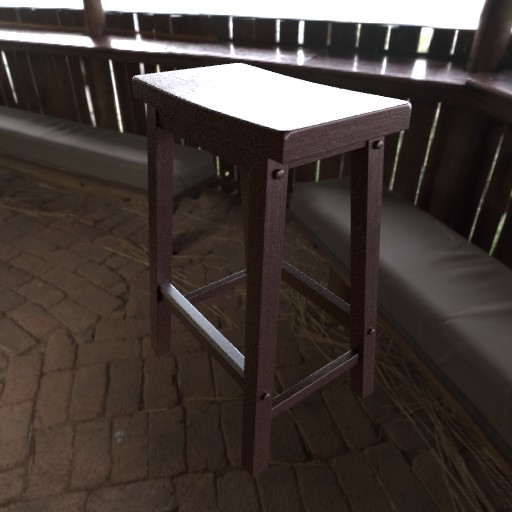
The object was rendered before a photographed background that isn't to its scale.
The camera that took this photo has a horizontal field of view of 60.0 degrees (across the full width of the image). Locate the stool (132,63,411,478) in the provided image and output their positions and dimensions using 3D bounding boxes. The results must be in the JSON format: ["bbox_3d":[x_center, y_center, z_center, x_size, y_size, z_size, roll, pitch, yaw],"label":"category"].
[{"bbox_3d":[0.000,0.000,0.841,0.322,0.610,0.406,-22,38,-31],"label":"stool"}]
